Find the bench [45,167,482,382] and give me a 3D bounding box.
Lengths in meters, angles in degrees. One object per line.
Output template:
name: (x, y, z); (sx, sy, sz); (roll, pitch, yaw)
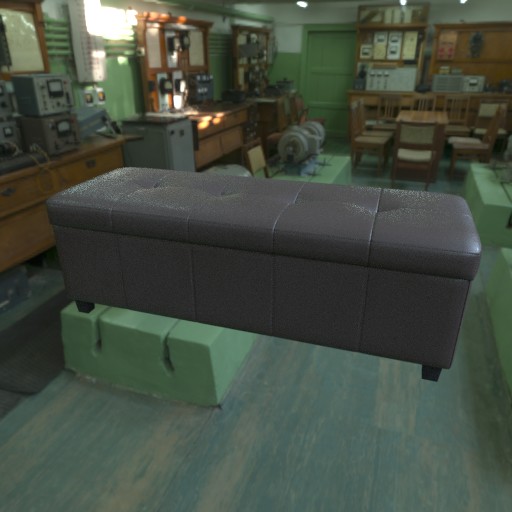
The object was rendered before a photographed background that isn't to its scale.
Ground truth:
bench: (0.000, 0.000, 1.423); (1.219, 0.417, 0.450); (8, 26, 16)
